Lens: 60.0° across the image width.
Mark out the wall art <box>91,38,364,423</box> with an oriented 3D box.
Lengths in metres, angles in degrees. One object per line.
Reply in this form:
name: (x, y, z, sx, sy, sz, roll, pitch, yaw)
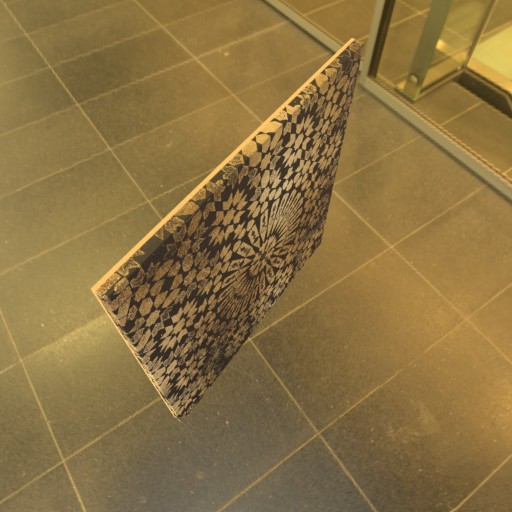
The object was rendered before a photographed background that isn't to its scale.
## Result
wall art: (0.000, 0.000, 1.329, 0.038, 0.914, 0.914, 31, 62, 18)
